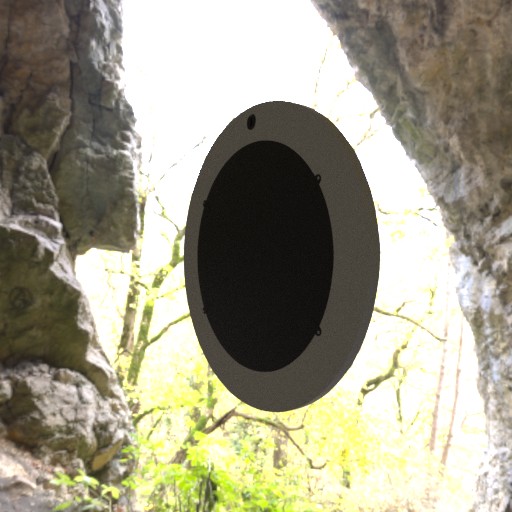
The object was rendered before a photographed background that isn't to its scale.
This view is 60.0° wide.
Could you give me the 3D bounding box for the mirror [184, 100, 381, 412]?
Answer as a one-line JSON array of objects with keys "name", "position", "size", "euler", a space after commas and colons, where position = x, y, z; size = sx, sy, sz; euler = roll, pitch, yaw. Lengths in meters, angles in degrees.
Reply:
[{"name": "mirror", "position": [0.000, 0.000, 1.359], "size": [0.038, 0.914, 0.914], "euler": [1, -1, -36]}]
